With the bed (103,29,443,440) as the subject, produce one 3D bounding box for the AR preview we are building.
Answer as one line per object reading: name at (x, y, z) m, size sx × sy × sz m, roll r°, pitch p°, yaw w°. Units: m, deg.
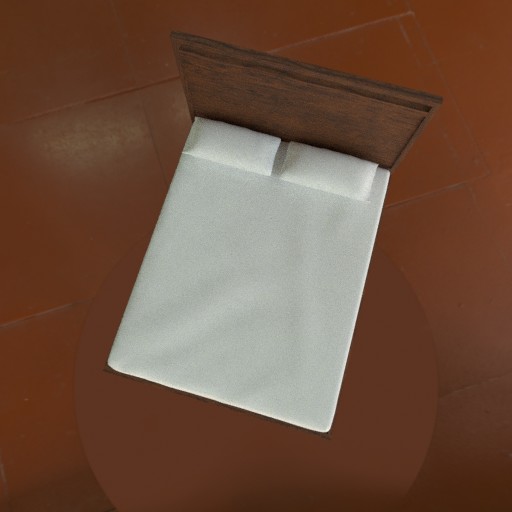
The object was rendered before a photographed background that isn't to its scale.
bed at (0.000, 0.000, 3.244) m, size 1.765 × 1.487 × 2.218 m, roll 16°, pitch 76°, yaw 4°
